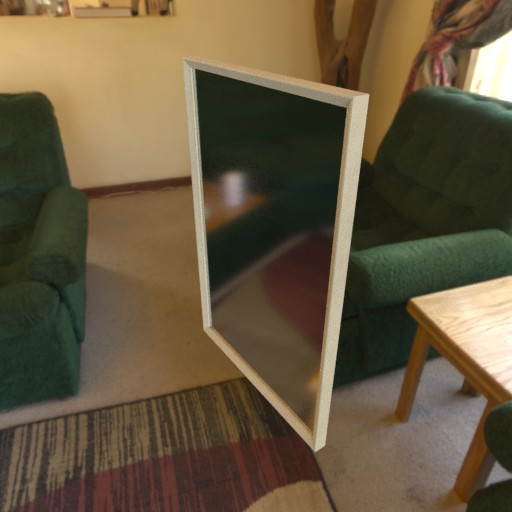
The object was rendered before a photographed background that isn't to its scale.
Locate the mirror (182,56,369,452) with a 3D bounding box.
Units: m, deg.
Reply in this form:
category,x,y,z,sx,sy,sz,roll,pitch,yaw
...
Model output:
category,x,y,z,sx,sy,sz,roll,pitch,yaw
mirror,0.000,0.000,1.176,0.041,0.915,0.609,-20,36,-30
